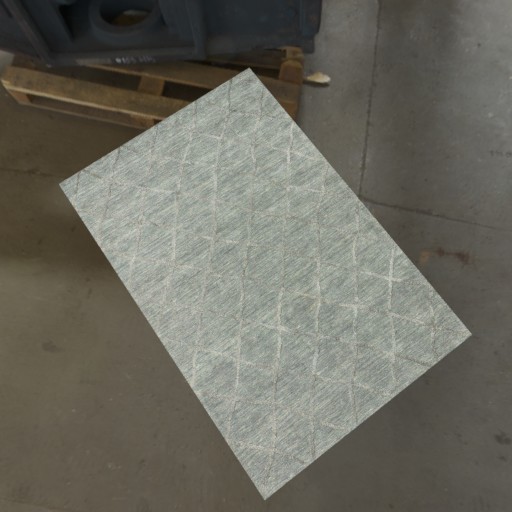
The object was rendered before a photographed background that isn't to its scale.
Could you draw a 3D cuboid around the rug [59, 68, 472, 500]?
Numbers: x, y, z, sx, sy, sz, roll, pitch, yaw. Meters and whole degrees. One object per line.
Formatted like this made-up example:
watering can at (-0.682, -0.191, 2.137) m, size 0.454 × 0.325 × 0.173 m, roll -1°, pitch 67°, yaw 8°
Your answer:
rug at (0.000, 0.000, 2.760) m, size 1.521 × 0.006 × 2.283 m, roll -35°, pitch 78°, yaw -9°
